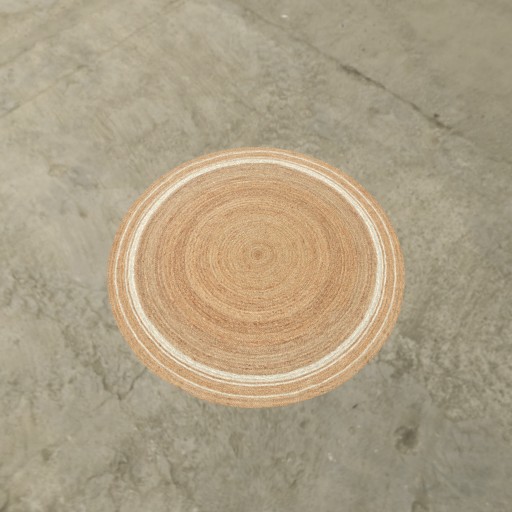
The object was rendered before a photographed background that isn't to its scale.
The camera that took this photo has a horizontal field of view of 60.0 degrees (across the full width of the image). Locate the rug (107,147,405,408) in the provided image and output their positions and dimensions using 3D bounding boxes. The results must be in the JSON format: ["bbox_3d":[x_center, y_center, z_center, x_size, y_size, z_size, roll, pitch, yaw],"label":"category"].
[{"bbox_3d":[0.000,0.000,3.695,2.444,0.015,2.444,0,60,0],"label":"rug"}]
